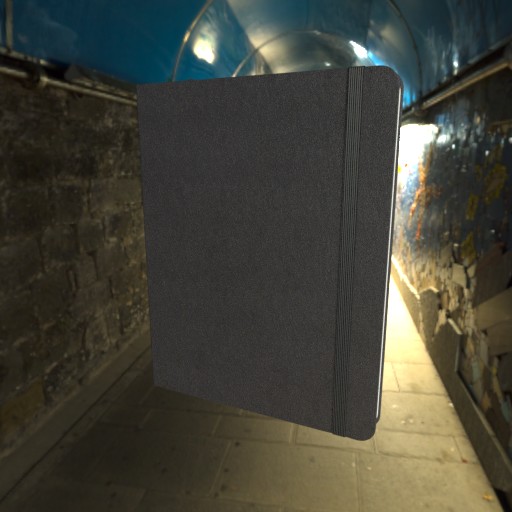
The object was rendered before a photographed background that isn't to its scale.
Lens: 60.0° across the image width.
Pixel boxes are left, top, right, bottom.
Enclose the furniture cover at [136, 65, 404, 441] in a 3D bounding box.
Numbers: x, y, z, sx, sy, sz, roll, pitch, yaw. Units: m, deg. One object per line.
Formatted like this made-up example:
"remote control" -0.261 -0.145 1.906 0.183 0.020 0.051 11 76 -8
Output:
"furniture cover" 0.000 0.000 0.371 0.216 0.281 0.023 6 15 25
